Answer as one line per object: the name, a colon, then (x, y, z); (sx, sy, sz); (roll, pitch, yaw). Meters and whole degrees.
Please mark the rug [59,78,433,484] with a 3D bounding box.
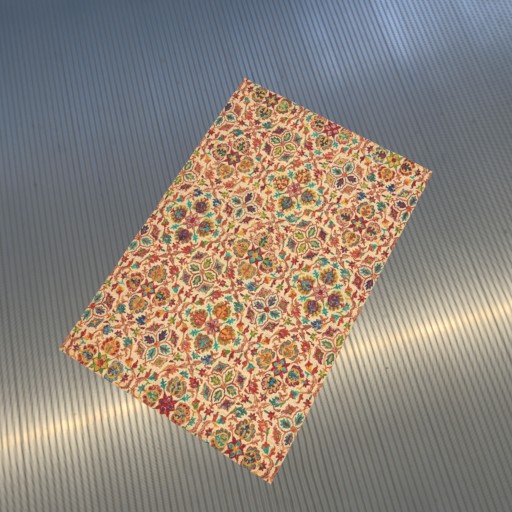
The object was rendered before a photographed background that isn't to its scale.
rug: (0.000, 0.000, 2.353); (1.226, 0.013, 1.838); (29, 77, 8)
